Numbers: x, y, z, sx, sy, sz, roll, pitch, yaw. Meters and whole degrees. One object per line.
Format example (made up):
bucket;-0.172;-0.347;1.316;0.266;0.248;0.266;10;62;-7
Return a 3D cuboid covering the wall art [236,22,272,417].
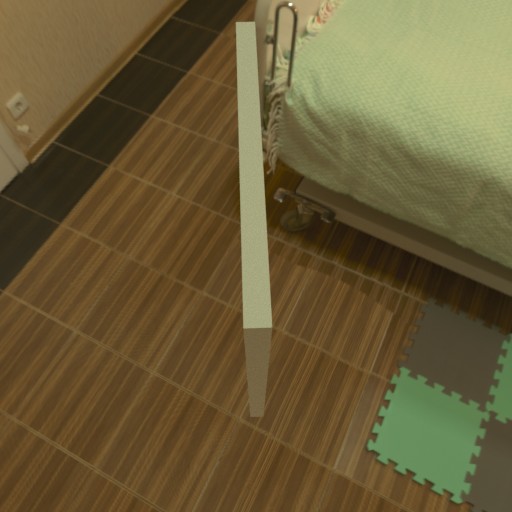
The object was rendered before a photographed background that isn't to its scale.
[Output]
wall art;0.000;0.000;1.044;0.055;0.763;0.611;-2;62;-1
